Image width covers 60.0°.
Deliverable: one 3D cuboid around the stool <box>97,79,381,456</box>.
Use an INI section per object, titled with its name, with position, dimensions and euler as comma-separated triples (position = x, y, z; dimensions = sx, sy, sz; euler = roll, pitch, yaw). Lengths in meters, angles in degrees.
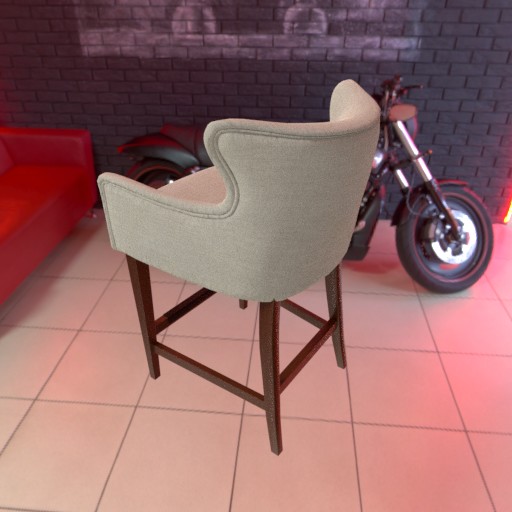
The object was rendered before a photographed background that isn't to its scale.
[stool]
position = 0.000, 0.000, 1.382
dimensions = 0.637, 0.987, 0.615
euler = 22, 38, 31
